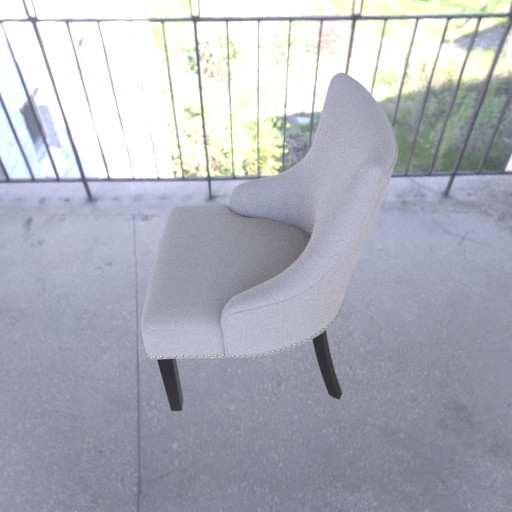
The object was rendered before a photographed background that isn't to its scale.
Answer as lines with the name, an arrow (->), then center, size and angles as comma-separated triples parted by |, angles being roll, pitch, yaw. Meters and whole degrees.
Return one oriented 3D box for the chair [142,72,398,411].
chair -> 0.000, 0.000, 1.324 | 0.629, 0.909, 0.566 | 0, 42, 0
